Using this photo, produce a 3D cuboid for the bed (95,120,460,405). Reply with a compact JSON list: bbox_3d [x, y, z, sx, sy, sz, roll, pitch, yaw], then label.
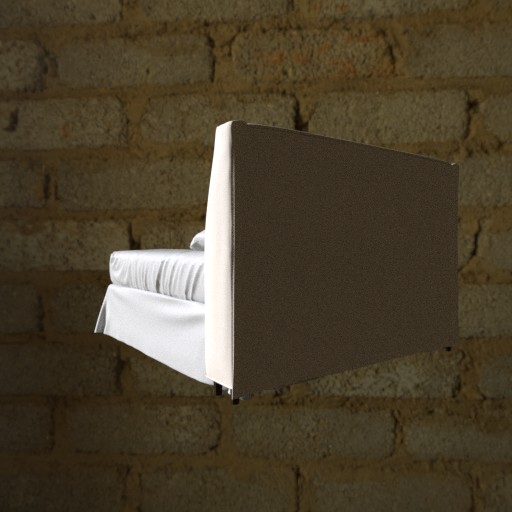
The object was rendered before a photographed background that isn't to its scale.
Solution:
[{"bbox_3d":[0.000,0.000,3.466,1.925,1.332,2.276,-1,2,-36],"label":"bed"}]
